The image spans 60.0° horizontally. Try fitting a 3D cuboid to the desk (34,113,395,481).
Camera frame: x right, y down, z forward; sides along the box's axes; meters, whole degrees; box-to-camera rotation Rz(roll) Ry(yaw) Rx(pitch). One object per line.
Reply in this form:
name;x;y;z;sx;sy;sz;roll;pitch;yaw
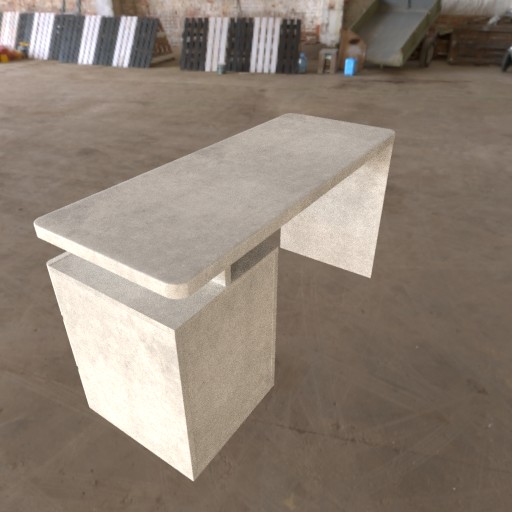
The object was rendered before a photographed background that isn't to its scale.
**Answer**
desk;0.000;0.000;1.763;0.550;0.755;1.400;20;37;28
